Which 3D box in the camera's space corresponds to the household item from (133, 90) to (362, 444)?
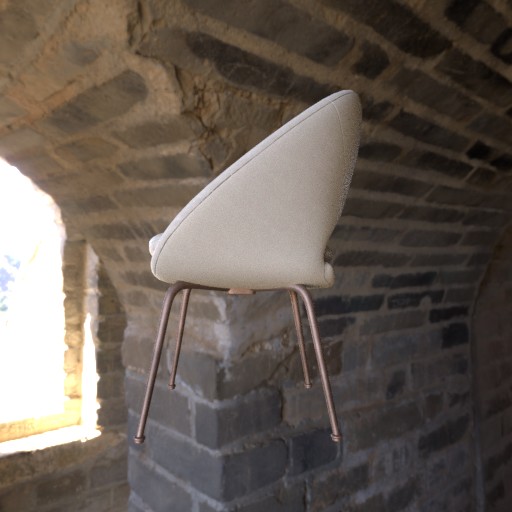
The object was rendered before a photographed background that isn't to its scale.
[{"bbox_3d":[0.000,0.000,1.245,0.573,0.852,0.623,0,-2,-2],"label":"household item"}]
